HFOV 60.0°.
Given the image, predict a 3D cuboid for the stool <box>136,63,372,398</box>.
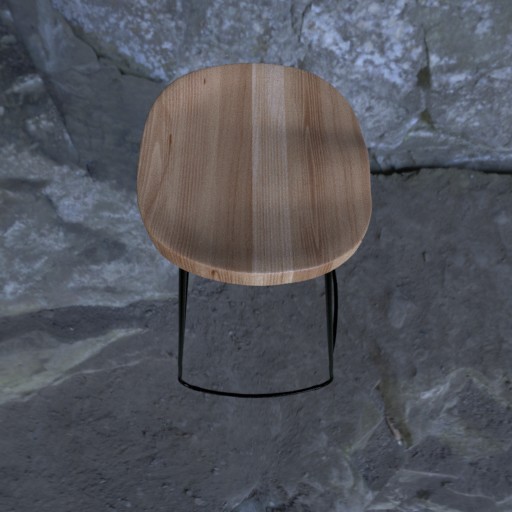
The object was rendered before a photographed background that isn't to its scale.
[{"bbox_3d":[0.000,0.000,0.954,0.401,0.679,0.480,0,63,0],"label":"stool"}]
